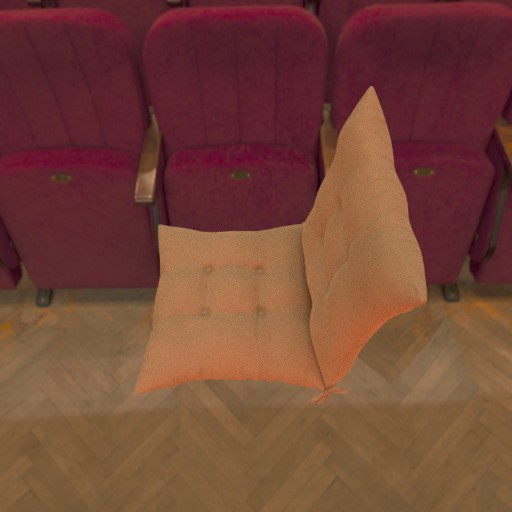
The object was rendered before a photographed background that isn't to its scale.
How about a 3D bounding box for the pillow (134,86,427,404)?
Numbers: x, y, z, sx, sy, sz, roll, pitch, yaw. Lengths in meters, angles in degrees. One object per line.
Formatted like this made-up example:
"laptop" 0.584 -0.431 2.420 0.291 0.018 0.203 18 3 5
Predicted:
"pillow" 0.000 0.000 1.008 0.585 0.536 0.541 0 58 0
